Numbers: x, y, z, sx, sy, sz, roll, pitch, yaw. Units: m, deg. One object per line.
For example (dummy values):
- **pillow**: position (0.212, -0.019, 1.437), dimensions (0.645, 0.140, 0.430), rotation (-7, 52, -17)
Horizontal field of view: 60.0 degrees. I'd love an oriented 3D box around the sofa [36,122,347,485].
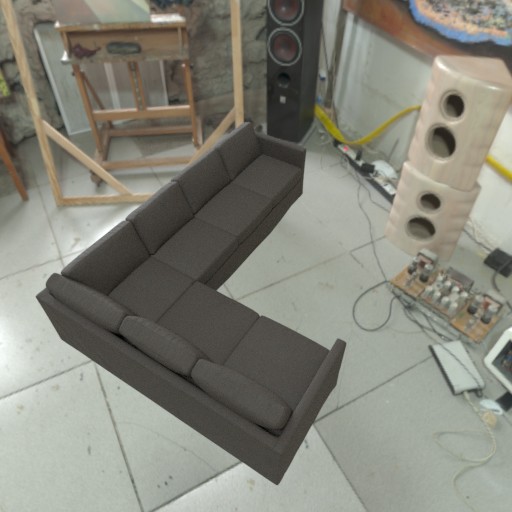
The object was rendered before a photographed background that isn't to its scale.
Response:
- **sofa**: position (0.000, 0.000, 4.379), dimensions (2.432, 0.871, 3.182), rotation (25, 52, 21)
